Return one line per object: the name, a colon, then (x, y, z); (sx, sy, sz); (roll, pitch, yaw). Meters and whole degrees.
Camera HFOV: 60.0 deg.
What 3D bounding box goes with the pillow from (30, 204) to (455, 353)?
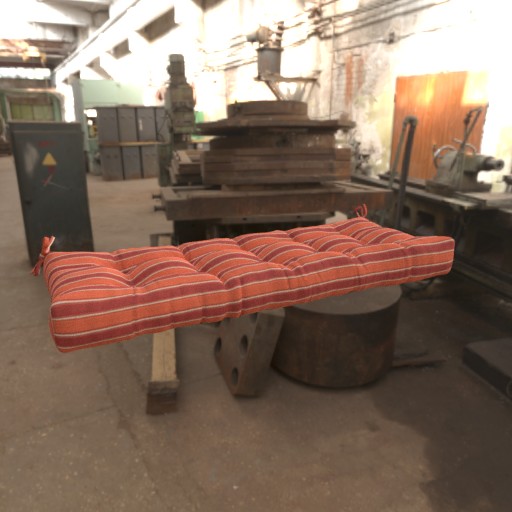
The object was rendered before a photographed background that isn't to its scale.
pillow: (0.000, 0.000, 1.306); (1.194, 0.174, 0.511); (-8, 18, -26)
